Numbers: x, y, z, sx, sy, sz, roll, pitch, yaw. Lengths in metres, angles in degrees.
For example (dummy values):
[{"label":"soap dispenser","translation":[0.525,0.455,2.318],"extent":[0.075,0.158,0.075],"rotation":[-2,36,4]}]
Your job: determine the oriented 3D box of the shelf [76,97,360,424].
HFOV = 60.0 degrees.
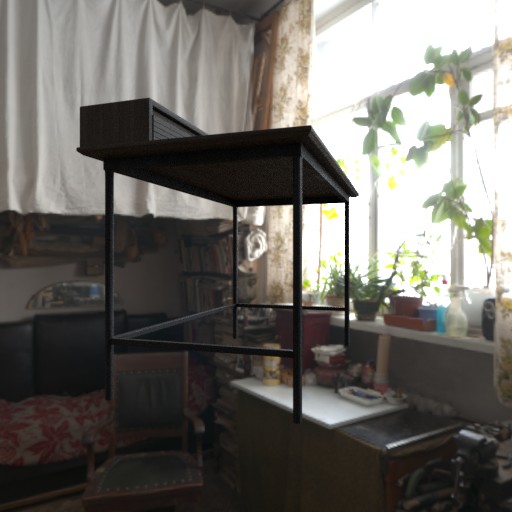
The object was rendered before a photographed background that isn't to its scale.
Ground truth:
[{"label":"shelf","translation":[0.000,0.000,1.742],"extent":[0.685,0.865,1.212],"rotation":[0,0,19]}]
